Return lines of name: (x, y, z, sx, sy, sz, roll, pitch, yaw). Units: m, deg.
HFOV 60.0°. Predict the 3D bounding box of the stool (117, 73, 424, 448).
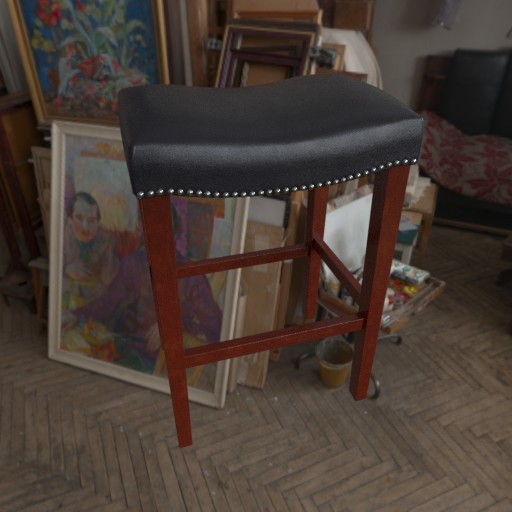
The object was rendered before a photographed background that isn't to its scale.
stool: (0.000, 0.000, 1.021, 0.504, 0.742, 0.372, -9, 34, -14)
